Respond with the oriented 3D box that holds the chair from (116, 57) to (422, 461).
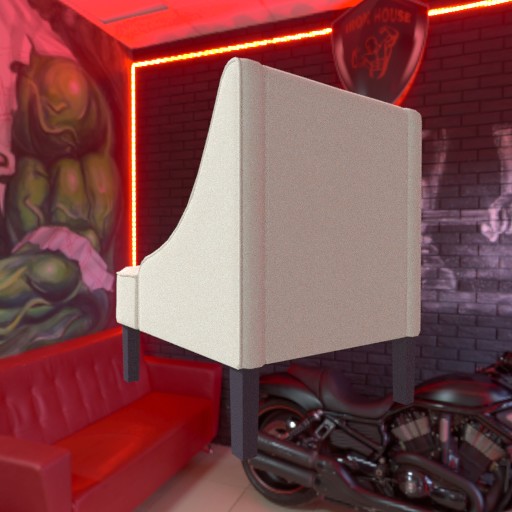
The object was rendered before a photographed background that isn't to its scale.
[{"bbox_3d":[0.000,0.000,1.464,0.689,0.886,0.806,-1,1,-36],"label":"chair"}]
